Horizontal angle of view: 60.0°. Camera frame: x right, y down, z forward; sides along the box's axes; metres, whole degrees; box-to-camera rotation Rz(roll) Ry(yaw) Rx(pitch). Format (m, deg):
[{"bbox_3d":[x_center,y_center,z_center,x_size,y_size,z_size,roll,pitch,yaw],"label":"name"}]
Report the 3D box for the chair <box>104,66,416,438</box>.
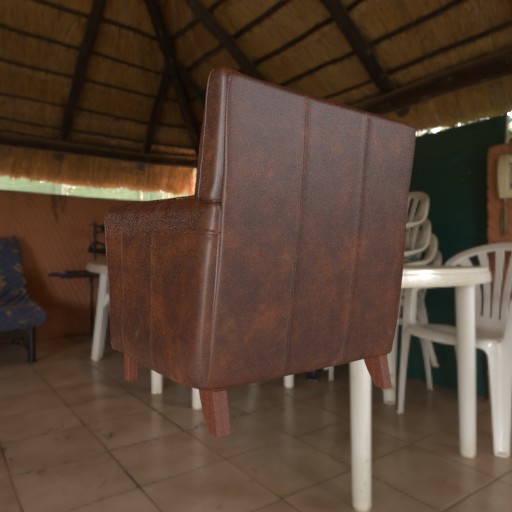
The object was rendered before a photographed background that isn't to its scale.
[{"bbox_3d":[0.000,0.000,1.622,0.870,0.943,0.823,0,0,-37],"label":"chair"}]
